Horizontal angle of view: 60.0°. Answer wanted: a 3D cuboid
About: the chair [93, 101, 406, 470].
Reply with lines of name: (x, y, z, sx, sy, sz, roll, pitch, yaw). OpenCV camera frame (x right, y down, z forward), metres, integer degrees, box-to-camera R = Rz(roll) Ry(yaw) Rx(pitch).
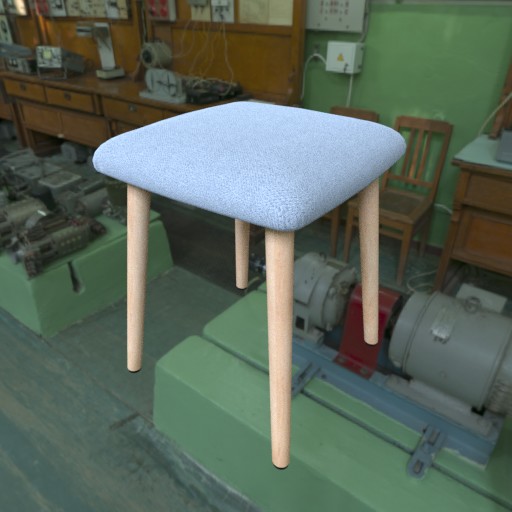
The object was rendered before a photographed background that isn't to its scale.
chair: (0.000, 0.000, 0.728, 0.350, 0.440, 0.350, 21, 37, 30)
